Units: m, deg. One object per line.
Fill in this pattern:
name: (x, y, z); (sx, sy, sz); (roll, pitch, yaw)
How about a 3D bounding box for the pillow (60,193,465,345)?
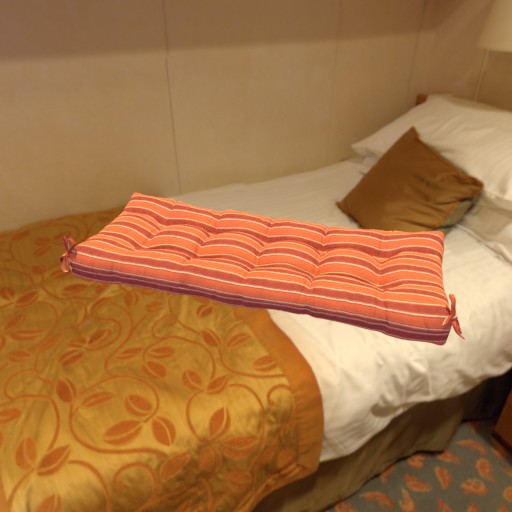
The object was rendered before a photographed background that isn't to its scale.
pillow: (0.000, 0.000, 1.386); (1.194, 0.174, 0.511); (9, 34, 13)
